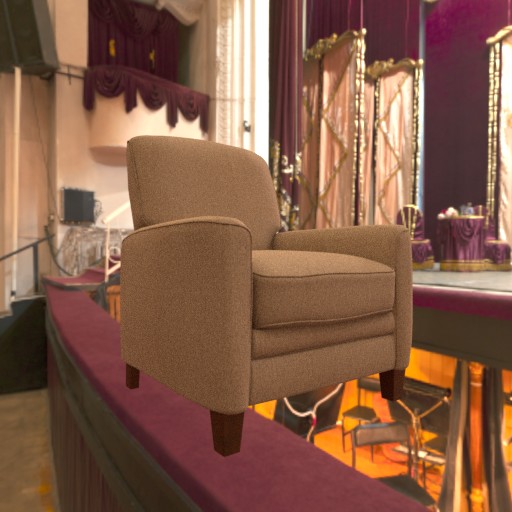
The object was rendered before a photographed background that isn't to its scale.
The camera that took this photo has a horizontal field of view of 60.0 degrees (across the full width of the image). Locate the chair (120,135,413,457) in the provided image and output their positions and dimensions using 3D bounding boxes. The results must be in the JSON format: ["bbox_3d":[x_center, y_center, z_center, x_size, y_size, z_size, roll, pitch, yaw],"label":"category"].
[{"bbox_3d":[0.000,0.000,1.646,0.848,1.014,0.864,-1,1,-36],"label":"chair"}]
